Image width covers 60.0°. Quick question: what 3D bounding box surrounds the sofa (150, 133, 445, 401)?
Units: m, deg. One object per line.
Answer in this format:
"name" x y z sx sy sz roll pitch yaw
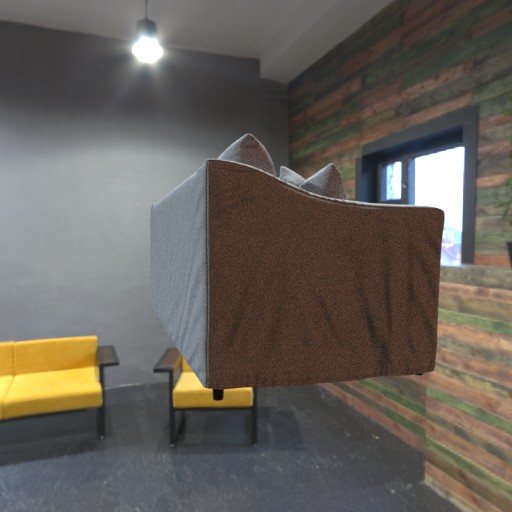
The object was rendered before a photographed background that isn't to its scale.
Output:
"sofa" 0.000 0.000 2.652 1.072 1.018 2.010 -1 2 -19
